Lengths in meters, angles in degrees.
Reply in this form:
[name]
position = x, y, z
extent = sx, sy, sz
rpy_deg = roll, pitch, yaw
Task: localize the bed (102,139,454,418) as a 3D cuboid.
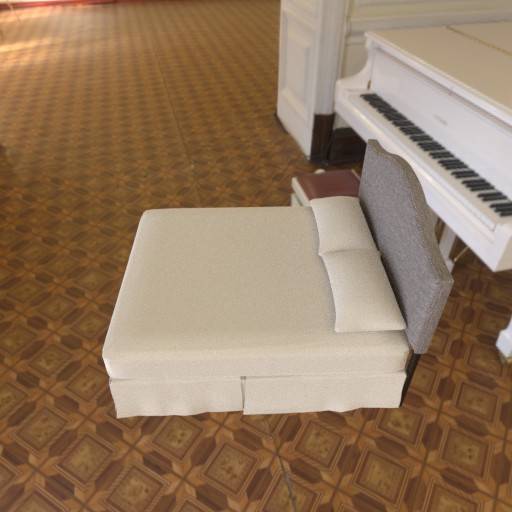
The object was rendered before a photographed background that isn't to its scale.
[bed]
position = 0.000, 0.000, 3.017
extent = 1.870, 1.295, 1.610
rpy_deg = -1, 40, -1
